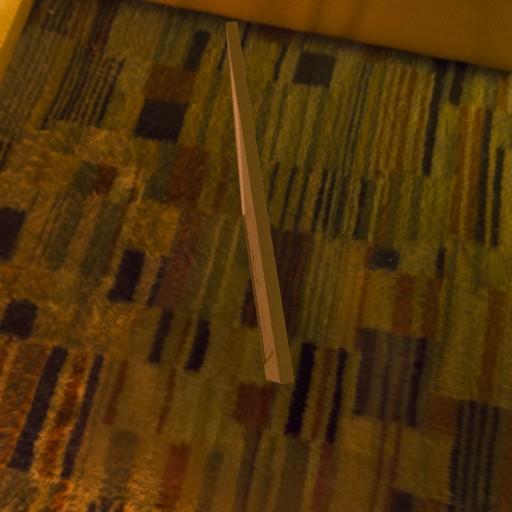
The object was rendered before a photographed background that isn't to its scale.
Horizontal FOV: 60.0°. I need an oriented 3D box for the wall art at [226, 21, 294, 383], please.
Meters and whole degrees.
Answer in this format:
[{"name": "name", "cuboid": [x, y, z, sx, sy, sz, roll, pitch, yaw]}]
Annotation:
[{"name": "wall art", "cuboid": [0.000, 0.000, 0.597, 0.010, 0.474, 0.325, -8, 75, -2]}]
